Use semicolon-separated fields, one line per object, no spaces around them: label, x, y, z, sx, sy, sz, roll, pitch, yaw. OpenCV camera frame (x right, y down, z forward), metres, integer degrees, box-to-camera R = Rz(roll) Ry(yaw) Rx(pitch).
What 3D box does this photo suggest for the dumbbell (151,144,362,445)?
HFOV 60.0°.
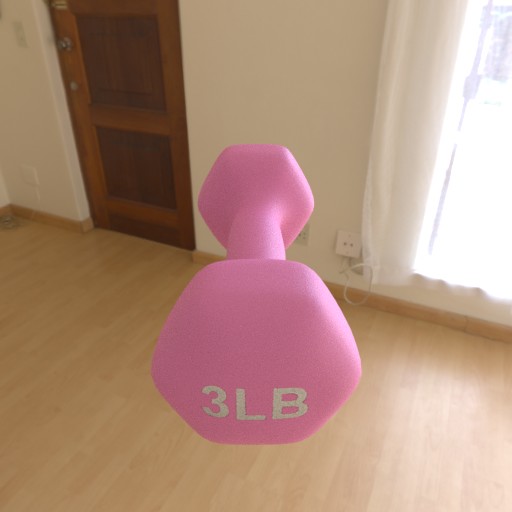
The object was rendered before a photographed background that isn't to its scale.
dumbbell;0.000;0.000;0.190;0.064;0.058;0.159;0;30;0
